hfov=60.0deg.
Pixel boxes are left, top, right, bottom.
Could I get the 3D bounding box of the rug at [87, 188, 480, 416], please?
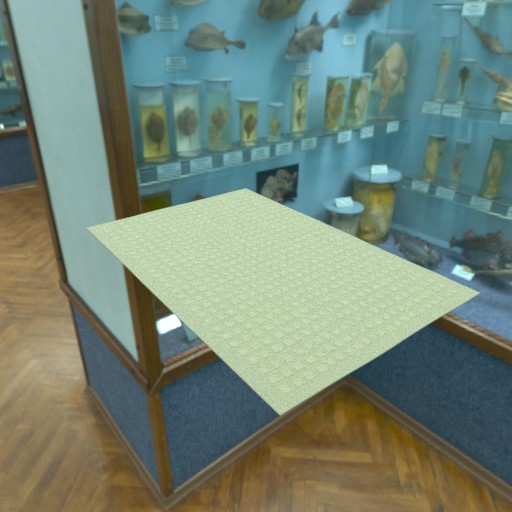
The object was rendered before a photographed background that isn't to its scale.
[{"bbox_3d":[0.000,0.000,2.251,1.143,0.006,1.747,-19,33,-32],"label":"rug"}]
